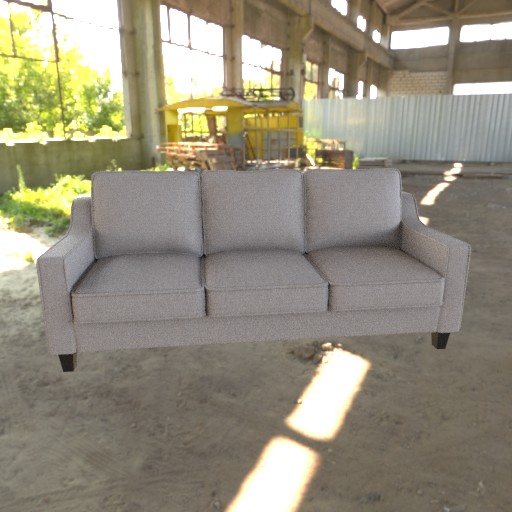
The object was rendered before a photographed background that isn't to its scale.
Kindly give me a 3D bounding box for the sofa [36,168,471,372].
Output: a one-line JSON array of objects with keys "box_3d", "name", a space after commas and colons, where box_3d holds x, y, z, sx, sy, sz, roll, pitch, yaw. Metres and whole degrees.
[{"box_3d": [0.000, 0.000, 2.560, 2.129, 0.950, 0.899, -2, 16, -7], "name": "sofa"}]
